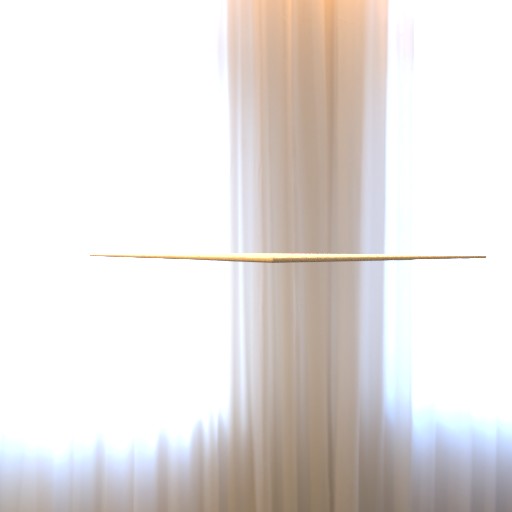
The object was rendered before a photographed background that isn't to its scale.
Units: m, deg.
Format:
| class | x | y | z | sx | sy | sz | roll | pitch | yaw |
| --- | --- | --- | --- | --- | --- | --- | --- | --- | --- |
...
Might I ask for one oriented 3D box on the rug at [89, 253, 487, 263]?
| class | x | y | z | sx | sy | sz | roll | pitch | yaw |
| --- | --- | --- | --- | --- | --- | --- | --- | --- | --- |
| rug | 0.000 | 0.000 | 2.352 | 1.222 | 0.015 | 1.828 | 0 | 1 | -36 |
